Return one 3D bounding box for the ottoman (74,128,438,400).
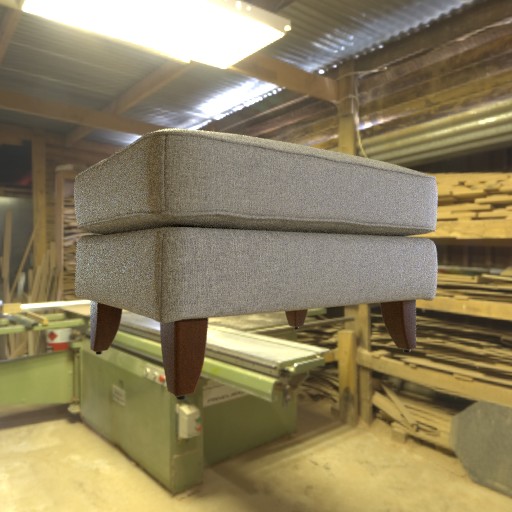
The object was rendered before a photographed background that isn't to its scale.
[{"bbox_3d":[0.000,0.000,1.282,0.889,0.561,0.661,0,0,-36],"label":"ottoman"}]
